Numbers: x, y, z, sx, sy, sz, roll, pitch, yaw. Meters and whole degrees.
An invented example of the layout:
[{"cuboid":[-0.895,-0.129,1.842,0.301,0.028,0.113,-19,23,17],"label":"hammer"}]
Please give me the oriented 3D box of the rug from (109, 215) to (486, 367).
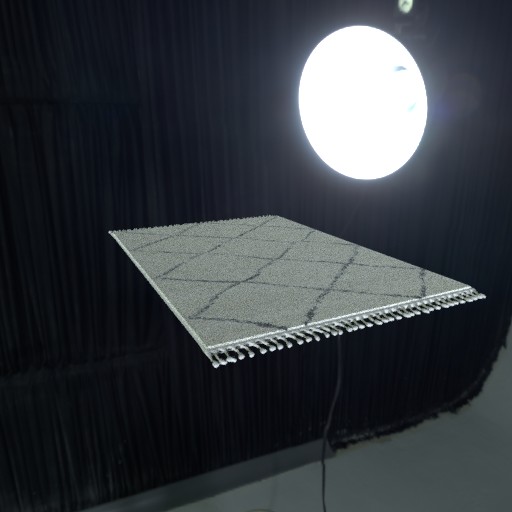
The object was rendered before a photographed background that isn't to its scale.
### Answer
[{"cuboid":[0.000,0.000,2.893,1.494,0.031,2.307,-8,19,-25],"label":"rug"}]
